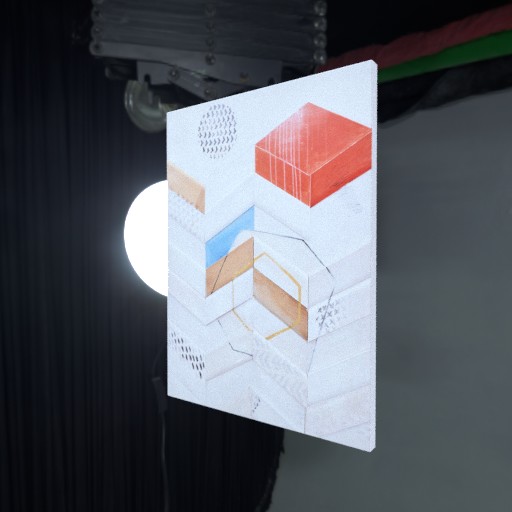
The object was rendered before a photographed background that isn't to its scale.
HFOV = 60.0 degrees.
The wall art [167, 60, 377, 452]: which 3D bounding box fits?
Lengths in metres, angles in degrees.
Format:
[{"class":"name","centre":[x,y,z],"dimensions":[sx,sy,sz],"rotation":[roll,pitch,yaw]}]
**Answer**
[{"class":"wall art","centre":[0.000,0.000,1.662],"dimensions":[0.914,1.221,0.046],"rotation":[1,1,36]}]
